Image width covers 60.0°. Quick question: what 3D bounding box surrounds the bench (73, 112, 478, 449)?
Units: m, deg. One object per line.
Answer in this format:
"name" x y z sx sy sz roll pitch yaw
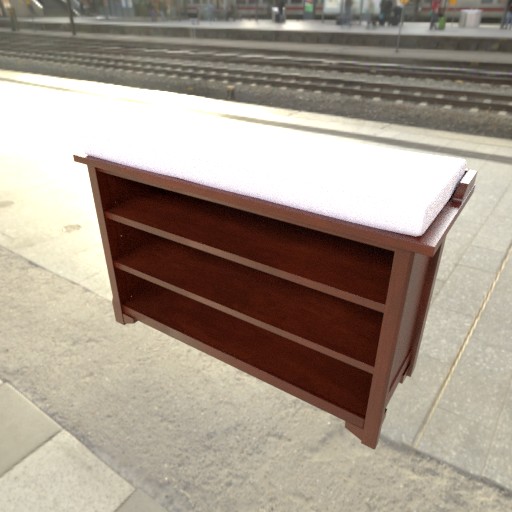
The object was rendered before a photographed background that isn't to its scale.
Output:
"bench" 0.000 0.000 1.268 0.987 0.646 0.369 18 34 29
